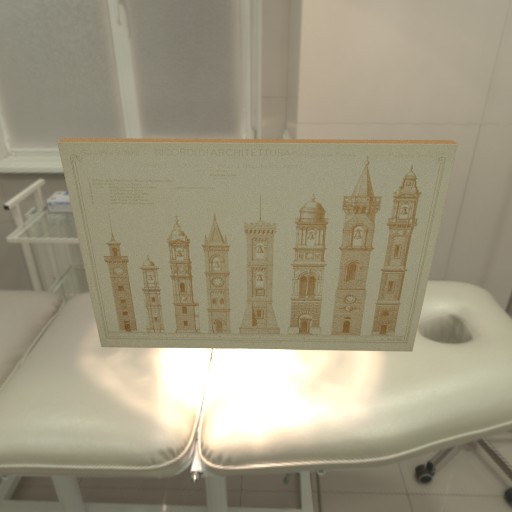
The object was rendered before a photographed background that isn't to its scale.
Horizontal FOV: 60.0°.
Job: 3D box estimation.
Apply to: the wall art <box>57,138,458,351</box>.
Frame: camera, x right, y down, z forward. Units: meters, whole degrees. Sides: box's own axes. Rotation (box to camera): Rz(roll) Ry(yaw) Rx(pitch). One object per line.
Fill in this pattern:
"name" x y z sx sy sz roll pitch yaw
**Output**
"wall art" 0.000 0.000 1.172 0.915 0.608 0.033 1 29 1
